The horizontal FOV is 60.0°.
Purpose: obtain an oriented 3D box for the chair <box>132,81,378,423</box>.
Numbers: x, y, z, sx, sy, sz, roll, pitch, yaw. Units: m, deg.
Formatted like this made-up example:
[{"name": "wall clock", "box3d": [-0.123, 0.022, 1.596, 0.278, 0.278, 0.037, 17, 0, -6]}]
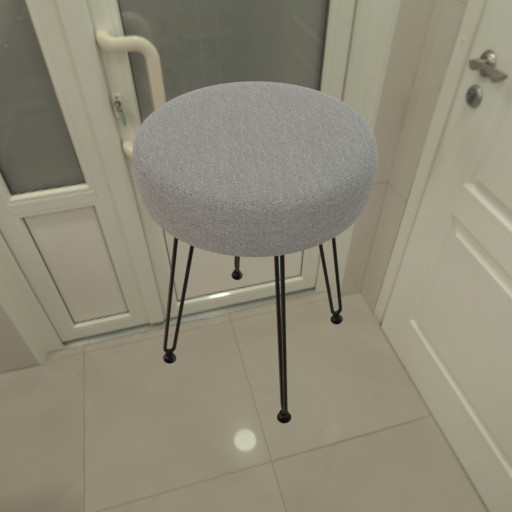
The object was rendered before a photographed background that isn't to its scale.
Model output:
[{"name": "chair", "box3d": [0.000, 0.000, 0.683, 0.350, 0.440, 0.350, -11, 46, -11]}]
